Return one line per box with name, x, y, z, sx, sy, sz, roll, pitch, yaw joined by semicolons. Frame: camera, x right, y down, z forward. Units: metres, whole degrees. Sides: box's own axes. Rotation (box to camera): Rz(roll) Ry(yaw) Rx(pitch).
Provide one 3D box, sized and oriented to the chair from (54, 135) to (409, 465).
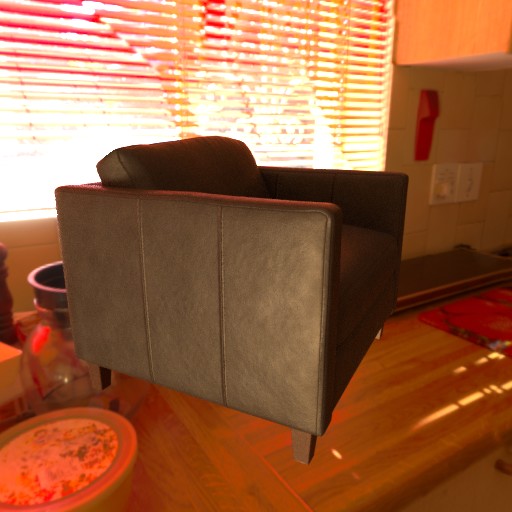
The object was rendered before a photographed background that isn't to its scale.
chair;0.000;0.000;1.554;0.862;0.811;0.939;8;18;27
